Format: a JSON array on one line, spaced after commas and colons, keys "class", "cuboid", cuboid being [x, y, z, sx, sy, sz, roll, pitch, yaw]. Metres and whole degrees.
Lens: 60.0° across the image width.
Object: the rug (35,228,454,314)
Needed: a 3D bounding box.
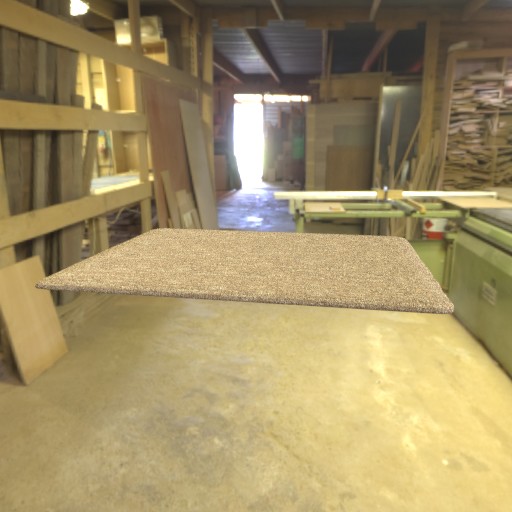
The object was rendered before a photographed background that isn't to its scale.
[{"class": "rug", "cuboid": [0.000, 0.000, 3.930, 2.873, 0.050, 2.242, 3, 14, 10]}]
